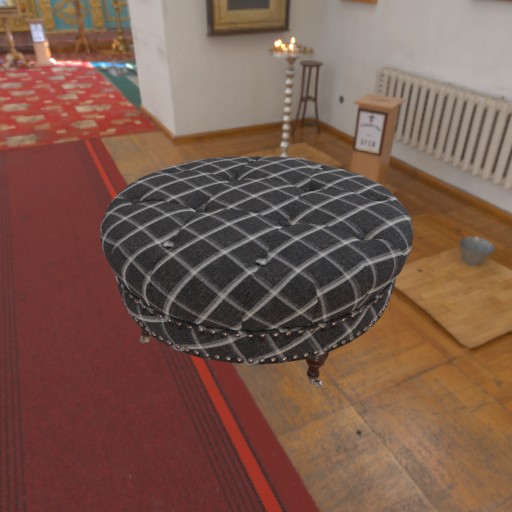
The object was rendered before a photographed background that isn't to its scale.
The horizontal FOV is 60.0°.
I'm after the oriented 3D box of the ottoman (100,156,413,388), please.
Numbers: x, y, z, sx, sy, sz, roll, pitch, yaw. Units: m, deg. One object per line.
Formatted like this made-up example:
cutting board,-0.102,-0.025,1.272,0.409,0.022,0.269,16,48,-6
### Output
ottoman,0.000,0.000,1.403,0.901,0.439,0.901,0,32,0
